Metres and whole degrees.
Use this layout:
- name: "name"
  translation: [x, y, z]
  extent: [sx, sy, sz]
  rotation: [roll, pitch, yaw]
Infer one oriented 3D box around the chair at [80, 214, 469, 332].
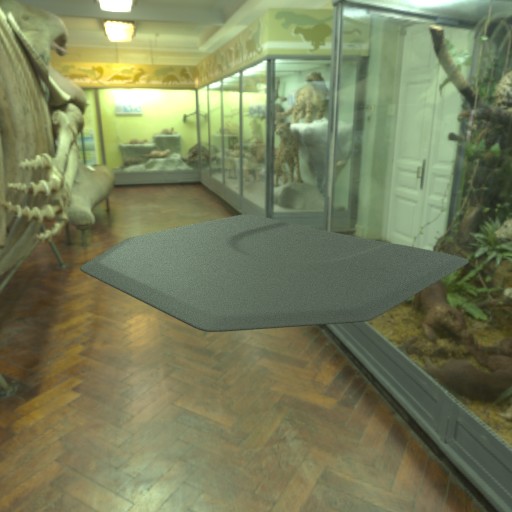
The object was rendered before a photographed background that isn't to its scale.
- name: "chair"
  translation: [0.000, 0.000, 1.909]
  extent: [1.372, 0.024, 1.219]
  rotation: [16, 23, 42]
